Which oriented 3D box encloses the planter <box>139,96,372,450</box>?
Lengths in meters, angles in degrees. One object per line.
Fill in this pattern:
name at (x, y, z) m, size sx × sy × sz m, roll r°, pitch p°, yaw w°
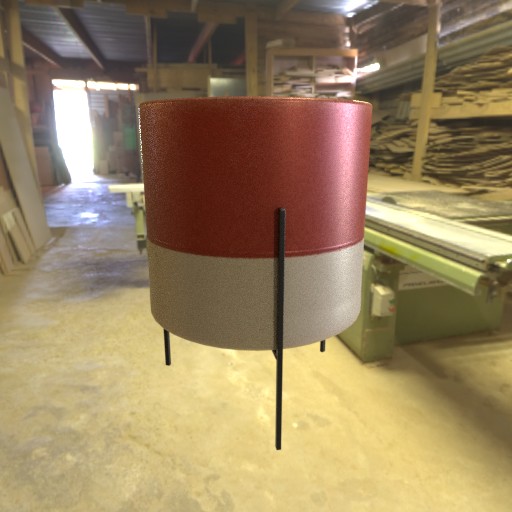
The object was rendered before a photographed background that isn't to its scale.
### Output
planter at (0.000, 0.000, 0.723) m, size 0.345 × 0.465 × 0.354 m, roll -3°, pitch 15°, yaw -10°
